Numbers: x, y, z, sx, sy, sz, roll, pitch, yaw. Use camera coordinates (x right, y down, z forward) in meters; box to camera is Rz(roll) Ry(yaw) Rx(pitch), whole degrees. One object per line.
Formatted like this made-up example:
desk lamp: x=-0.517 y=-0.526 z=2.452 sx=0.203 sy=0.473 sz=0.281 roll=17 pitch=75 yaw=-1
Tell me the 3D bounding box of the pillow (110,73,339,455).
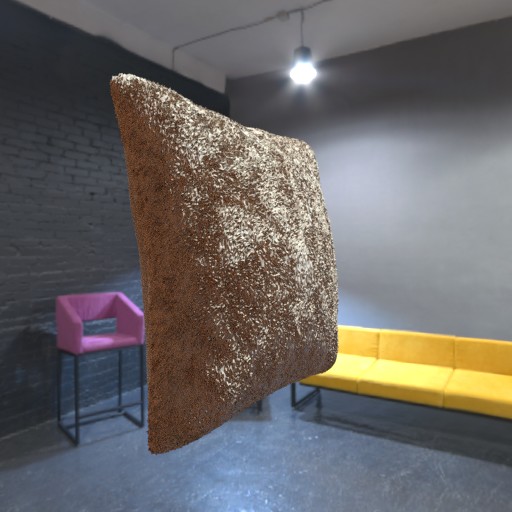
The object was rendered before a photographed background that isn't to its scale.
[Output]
pillow: x=0.000 y=0.000 z=0.793 sx=0.218 sy=0.515 sz=0.529 roll=1 pitch=2 yaw=34
